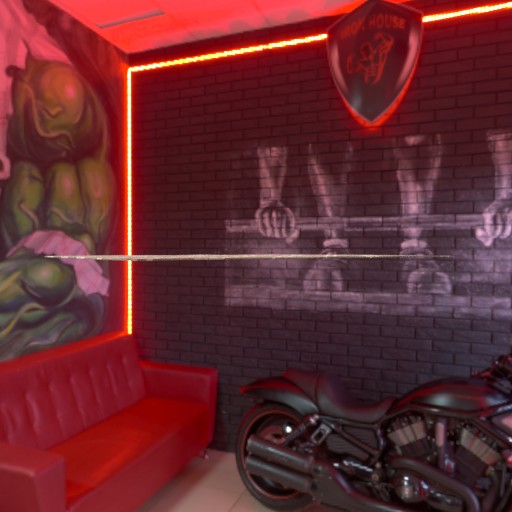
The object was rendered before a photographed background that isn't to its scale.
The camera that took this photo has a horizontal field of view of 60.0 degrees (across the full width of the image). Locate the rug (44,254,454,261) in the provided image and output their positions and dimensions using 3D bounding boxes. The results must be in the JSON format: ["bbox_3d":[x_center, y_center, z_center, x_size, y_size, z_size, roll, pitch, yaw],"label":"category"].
[{"bbox_3d":[0.000,0.000,2.231,1.748,0.010,1.142,0,1,-37],"label":"rug"}]
